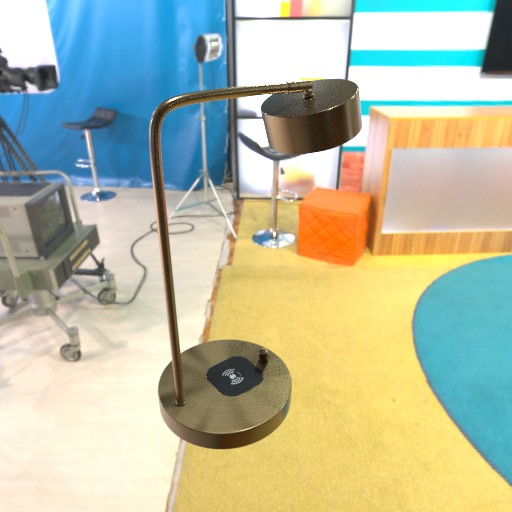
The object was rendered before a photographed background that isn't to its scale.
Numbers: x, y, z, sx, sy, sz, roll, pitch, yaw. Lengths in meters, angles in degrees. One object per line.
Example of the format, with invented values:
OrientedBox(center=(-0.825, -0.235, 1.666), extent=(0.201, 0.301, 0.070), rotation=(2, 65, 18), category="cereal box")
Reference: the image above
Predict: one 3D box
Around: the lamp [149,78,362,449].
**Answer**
OrientedBox(center=(0.000, 0.000, 0.523), extent=(0.270, 0.380, 0.171), rotation=(-19, 33, -33), category="lamp")
